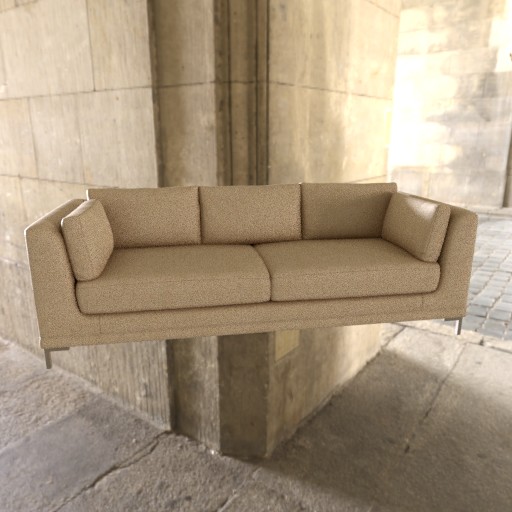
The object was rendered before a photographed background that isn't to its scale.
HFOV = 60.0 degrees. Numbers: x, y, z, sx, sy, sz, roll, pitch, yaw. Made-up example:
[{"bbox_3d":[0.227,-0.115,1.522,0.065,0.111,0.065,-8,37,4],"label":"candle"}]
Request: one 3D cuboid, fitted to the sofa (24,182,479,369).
[{"bbox_3d":[0.000,0.000,2.828,2.415,0.867,0.969,-3,16,-9],"label":"sofa"}]
